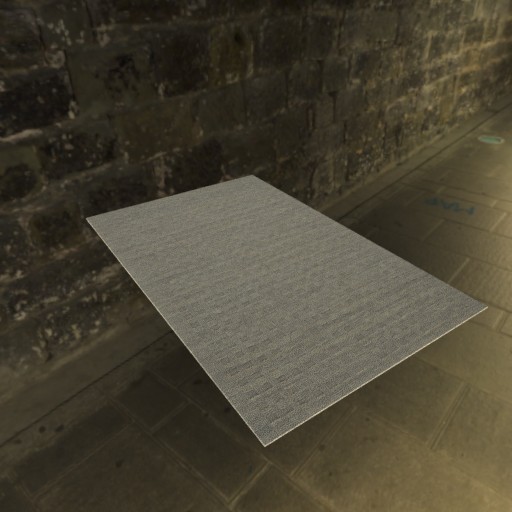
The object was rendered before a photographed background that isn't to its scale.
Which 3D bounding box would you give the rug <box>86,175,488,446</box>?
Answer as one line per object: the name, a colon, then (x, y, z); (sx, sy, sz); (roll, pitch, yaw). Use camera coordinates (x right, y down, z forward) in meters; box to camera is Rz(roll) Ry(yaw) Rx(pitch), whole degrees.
rug: (0.000, 0.000, 2.186); (1.142, 0.006, 1.752); (-20, 38, -29)
